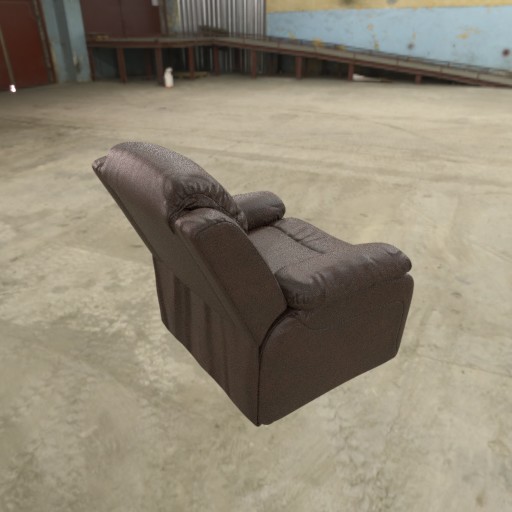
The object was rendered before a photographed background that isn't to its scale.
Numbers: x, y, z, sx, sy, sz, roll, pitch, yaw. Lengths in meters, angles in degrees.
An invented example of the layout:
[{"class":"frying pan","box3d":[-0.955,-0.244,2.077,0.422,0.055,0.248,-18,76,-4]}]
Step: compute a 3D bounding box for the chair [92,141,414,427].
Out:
[{"class":"chair","box3d":[0.000,0.000,1.299,0.707,0.702,0.680,-18,32,-31]}]
